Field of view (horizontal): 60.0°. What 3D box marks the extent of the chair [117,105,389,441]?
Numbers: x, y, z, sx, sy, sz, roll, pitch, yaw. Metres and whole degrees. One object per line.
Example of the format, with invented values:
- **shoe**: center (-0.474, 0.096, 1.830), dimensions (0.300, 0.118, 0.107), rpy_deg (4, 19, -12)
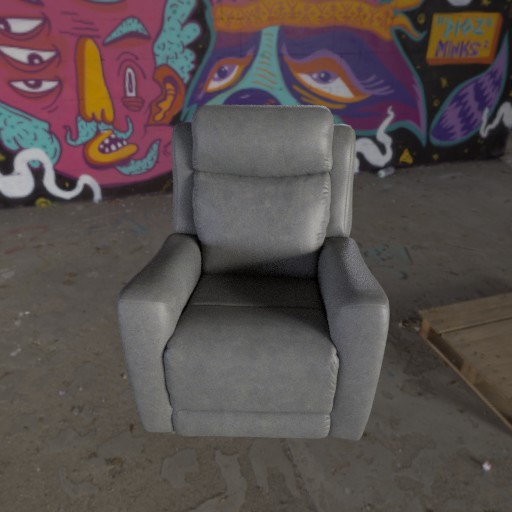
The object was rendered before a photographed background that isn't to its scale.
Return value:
- **chair**: center (0.000, 0.000, 1.937), dimensions (0.967, 1.116, 1.068), rpy_deg (2, 29, 3)
